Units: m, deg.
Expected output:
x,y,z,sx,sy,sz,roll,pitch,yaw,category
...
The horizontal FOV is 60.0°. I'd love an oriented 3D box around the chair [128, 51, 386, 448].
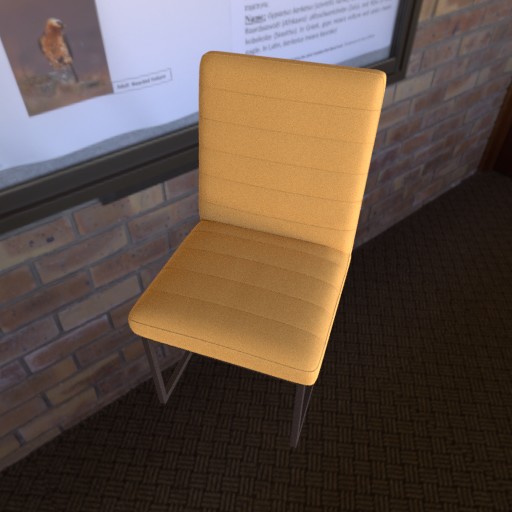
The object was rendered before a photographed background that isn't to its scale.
x,y,z,sx,sy,sz,roll,pitch,yaw,category
0.000,0.000,1.295,0.520,0.930,0.634,13,44,14,chair
